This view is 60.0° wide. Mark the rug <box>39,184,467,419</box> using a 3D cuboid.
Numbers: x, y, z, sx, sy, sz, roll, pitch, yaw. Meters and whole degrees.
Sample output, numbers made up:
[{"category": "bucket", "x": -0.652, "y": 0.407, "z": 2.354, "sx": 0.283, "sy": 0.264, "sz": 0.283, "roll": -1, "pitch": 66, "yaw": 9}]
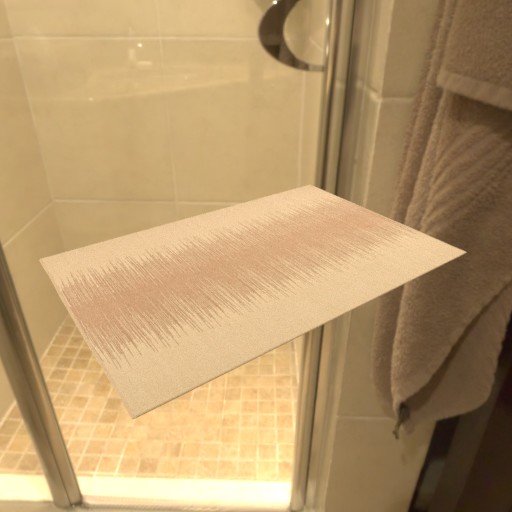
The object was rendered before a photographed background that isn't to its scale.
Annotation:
[{"category": "rug", "x": 0.000, "y": 0.000, "z": 2.295, "sx": 1.850, "sy": 0.006, "sz": 1.234, "roll": -20, "pitch": 35, "yaw": -30}]
